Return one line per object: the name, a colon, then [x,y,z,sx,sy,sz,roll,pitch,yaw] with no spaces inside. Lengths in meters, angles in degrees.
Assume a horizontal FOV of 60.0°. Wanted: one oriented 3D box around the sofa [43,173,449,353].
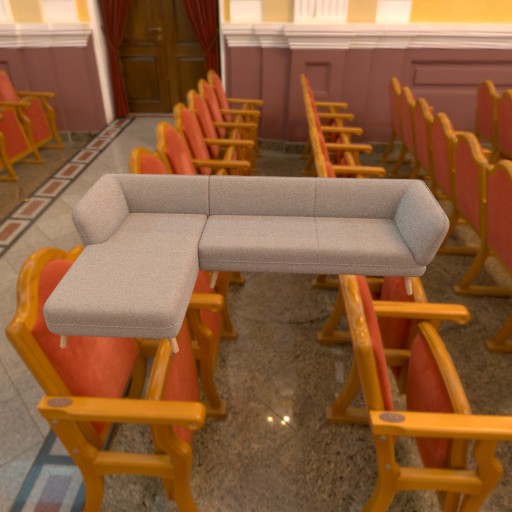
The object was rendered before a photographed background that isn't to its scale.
sofa: [0.000,0.000,3.210,2.653,0.693,1.532,2,31,3]
